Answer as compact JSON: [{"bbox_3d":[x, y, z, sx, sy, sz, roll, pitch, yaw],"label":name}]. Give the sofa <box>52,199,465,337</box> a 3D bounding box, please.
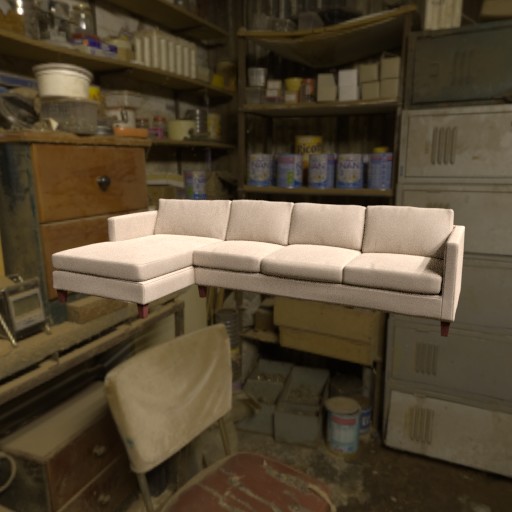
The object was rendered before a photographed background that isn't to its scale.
[{"bbox_3d":[0.000,0.000,3.808,3.186,0.846,1.625,6,13,26],"label":"sofa"}]
